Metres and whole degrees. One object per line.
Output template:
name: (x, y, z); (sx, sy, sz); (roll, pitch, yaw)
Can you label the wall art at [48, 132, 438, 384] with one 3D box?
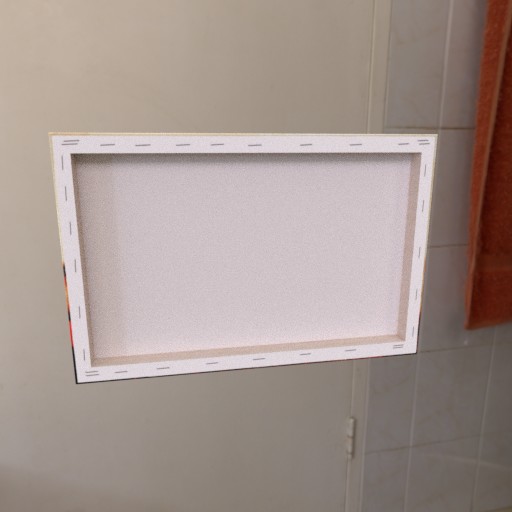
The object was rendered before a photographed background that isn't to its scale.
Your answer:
wall art: (0.000, 0.000, 0.756); (0.613, 0.402, 0.040); (-3, 14, -10)
